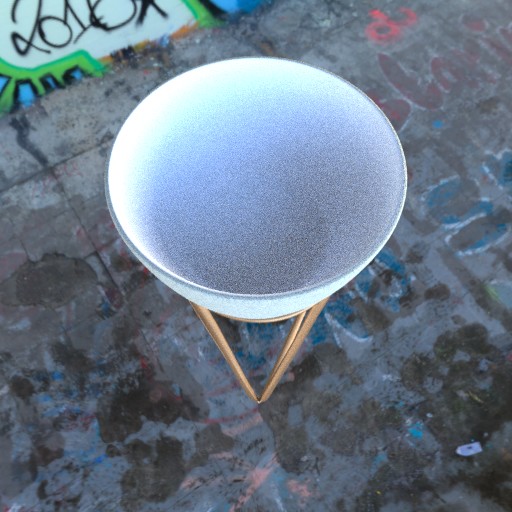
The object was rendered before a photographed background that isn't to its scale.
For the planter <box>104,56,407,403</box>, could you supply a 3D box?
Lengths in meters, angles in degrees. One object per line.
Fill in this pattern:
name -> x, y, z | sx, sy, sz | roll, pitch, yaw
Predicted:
planter -> 0.000, 0.000, 0.741 | 0.350, 0.504, 0.350 | -31, 68, -14
